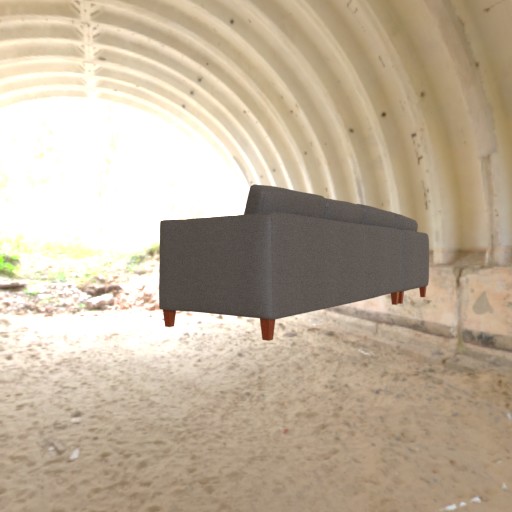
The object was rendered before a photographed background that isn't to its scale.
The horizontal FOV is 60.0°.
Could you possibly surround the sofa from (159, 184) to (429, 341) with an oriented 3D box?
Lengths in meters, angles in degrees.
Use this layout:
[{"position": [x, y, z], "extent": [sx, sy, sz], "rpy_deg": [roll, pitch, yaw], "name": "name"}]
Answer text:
[{"position": [0.000, 0.000, 4.509], "extent": [2.593, 0.947, 3.302], "rpy_deg": [0, 0, 36], "name": "sofa"}]
